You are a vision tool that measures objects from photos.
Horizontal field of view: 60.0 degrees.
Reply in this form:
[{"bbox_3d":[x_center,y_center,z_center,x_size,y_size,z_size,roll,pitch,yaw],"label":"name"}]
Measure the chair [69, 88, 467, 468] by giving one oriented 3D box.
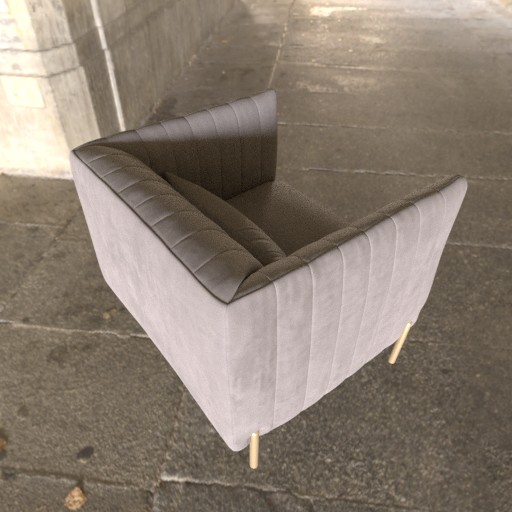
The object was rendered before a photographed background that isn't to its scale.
[{"bbox_3d":[0.000,0.000,1.588,0.873,0.779,0.981,-27,47,-28],"label":"chair"}]
